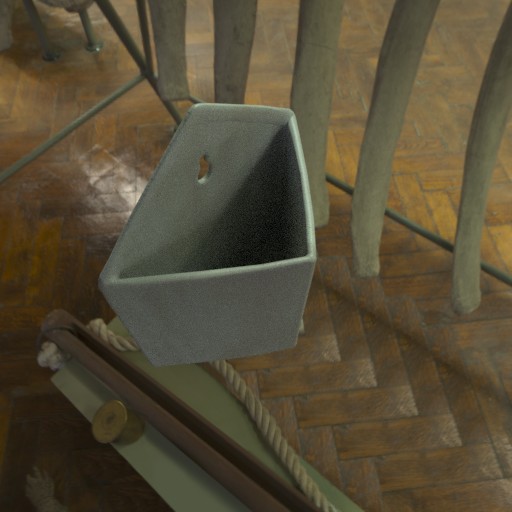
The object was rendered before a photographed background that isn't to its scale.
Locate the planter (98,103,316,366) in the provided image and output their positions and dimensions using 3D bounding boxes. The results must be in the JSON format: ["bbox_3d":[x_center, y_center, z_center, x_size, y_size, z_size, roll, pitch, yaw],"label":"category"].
[{"bbox_3d":[0.000,0.000,0.275,0.080,0.194,0.163,35,66,19],"label":"planter"}]
